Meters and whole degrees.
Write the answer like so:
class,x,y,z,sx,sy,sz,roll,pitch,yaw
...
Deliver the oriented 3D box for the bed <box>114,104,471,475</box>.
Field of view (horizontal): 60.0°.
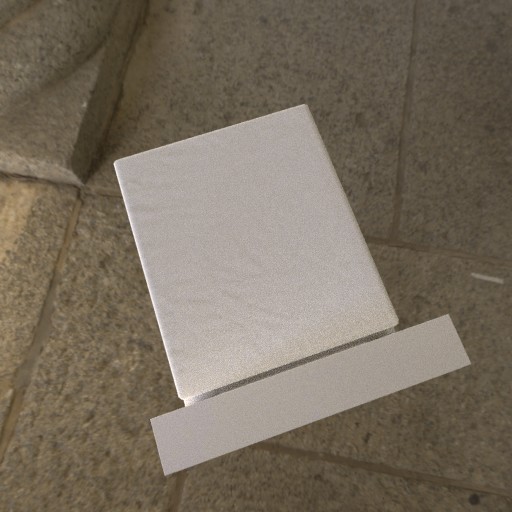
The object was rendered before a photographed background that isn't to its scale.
class,x,y,z,sx,sy,sz,roll,pitch,yaw
bed,0.000,0.000,3.054,1.671,1.092,2.133,-18,75,-5
